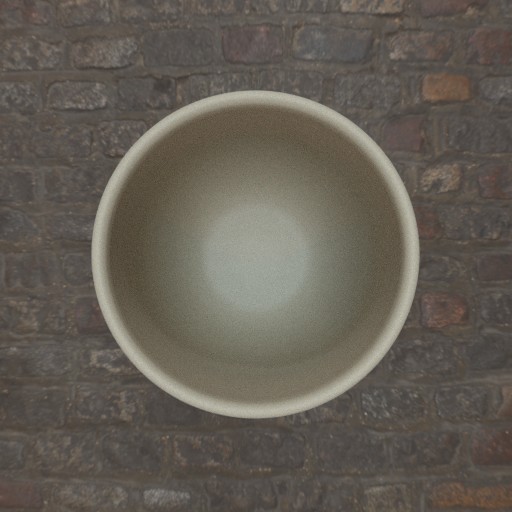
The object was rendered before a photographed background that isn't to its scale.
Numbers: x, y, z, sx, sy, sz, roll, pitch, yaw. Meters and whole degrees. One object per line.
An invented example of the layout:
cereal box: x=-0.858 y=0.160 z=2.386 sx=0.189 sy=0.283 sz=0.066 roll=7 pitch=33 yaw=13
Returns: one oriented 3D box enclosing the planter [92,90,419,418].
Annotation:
planter: x=0.000 y=0.000 z=0.373 sx=0.208 sy=0.190 sz=0.208 roll=0 pitch=89 yaw=0
